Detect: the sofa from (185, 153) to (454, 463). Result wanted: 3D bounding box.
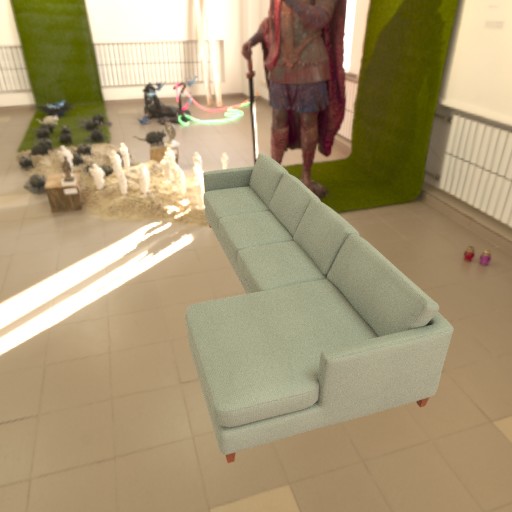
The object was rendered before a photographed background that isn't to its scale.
[{"bbox_3d":[0.000,0.000,4.158,1.604,0.950,3.471,-9,32,-16],"label":"sofa"}]
